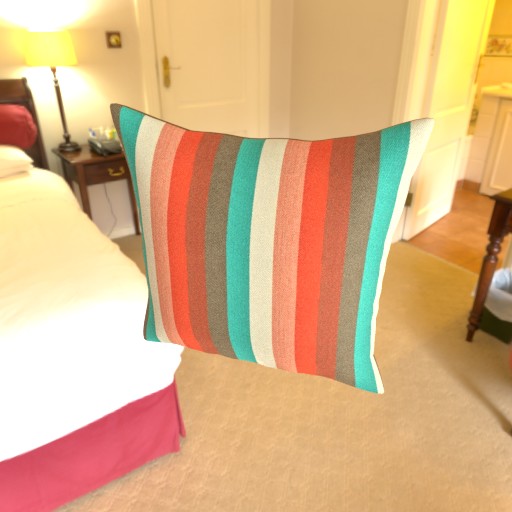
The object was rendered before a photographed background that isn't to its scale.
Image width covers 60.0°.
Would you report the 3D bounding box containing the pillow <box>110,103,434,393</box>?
[{"bbox_3d":[0.000,0.000,0.696,0.453,0.443,0.168,8,28,16],"label":"pillow"}]
